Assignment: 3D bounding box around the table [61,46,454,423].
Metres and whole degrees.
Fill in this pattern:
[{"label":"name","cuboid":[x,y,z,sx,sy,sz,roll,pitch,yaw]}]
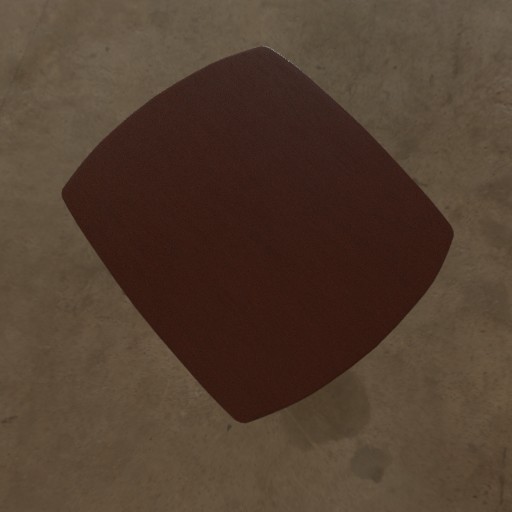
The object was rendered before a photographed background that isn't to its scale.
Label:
[{"label":"table","cuboid":[0.000,0.000,0.884,0.433,0.496,0.502,-39,79,-9]}]
